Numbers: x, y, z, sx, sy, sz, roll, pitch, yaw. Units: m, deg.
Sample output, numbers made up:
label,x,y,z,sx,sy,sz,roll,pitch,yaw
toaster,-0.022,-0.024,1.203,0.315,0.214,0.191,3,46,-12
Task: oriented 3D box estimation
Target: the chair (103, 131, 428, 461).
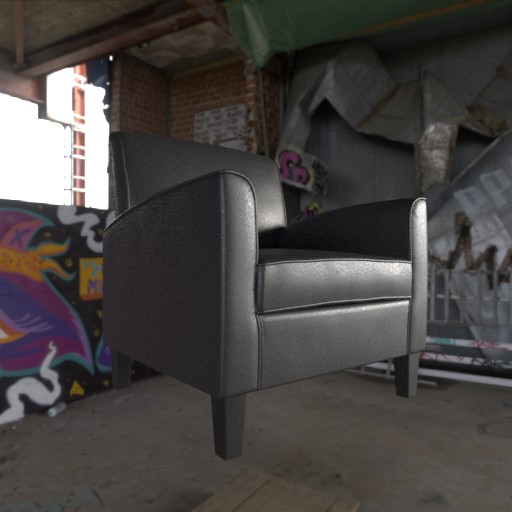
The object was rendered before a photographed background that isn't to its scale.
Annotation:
label,x,y,z,sx,sy,sz,roll,pitch,yaw
chair,0.000,0.000,1.513,0.820,0.916,0.819,0,0,-38
